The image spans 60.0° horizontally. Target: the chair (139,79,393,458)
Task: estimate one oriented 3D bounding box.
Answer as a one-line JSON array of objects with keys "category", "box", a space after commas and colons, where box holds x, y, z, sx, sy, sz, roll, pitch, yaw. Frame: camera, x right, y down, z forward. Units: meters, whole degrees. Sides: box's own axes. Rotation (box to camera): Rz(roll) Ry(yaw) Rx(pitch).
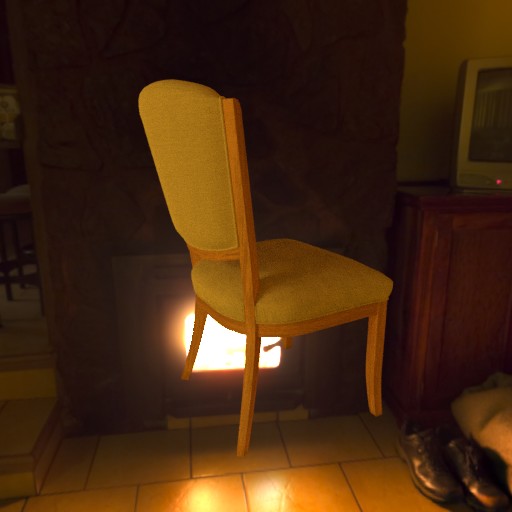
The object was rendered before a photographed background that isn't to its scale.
[{"category": "chair", "box": [0.000, 0.000, 1.268, 0.584, 0.905, 0.513, -8, 16, -27]}]
